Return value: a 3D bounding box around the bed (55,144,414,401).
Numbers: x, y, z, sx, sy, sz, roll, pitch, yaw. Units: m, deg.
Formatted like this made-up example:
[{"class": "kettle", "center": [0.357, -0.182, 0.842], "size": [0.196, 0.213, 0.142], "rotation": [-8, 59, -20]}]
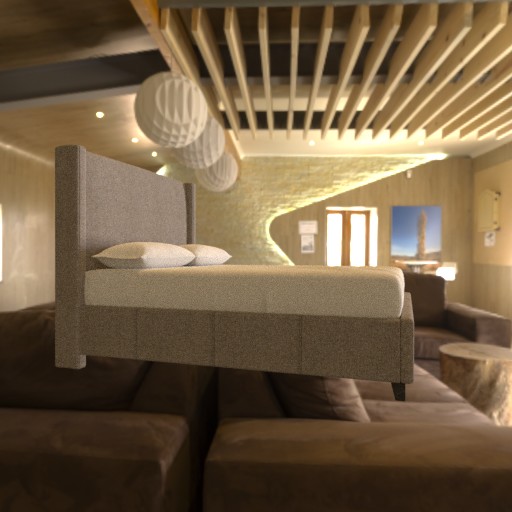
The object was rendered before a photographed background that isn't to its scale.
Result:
[{"class": "bed", "center": [0.000, 0.000, 3.382], "size": [2.245, 1.476, 1.714], "rotation": [0, 0, 19]}]
